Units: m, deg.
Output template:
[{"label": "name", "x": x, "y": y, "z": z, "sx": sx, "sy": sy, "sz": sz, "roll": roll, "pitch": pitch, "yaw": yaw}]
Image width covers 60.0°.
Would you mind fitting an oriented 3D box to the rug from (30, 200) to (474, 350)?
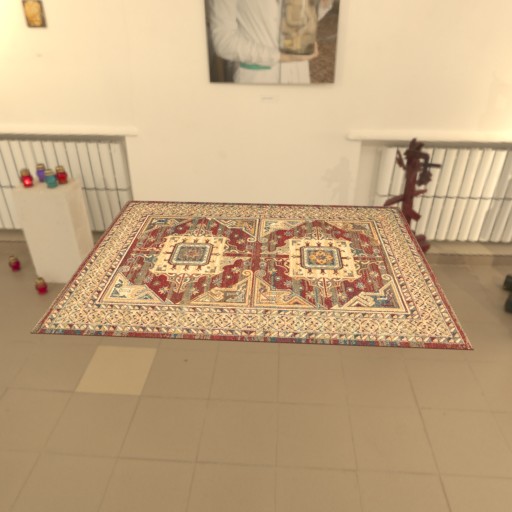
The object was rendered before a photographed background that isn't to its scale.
[{"label": "rug", "x": 0.000, "y": 0.000, "z": 4.204, "sx": 3.197, "sy": 0.013, "sz": 2.381, "roll": 2, "pitch": 31, "yaw": 3}]
